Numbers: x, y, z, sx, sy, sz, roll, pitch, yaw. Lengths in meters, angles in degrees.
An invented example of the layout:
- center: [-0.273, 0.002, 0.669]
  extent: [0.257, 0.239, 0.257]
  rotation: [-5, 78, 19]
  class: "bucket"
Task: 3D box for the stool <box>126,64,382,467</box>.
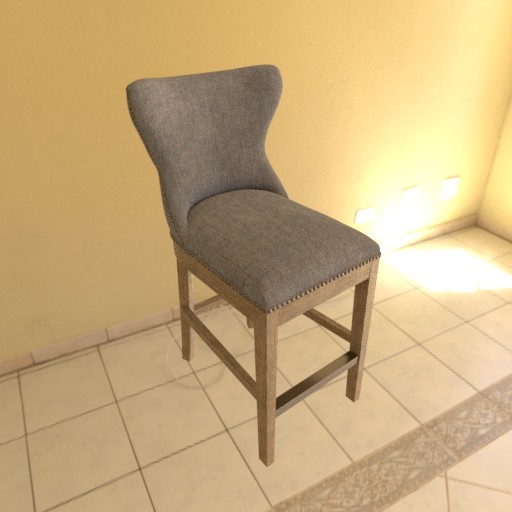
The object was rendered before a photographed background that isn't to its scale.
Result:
- center: [0.000, 0.000, 1.325]
  extent: [0.498, 0.981, 0.608]
  rotation: [-22, 38, -32]
  class: "stool"
